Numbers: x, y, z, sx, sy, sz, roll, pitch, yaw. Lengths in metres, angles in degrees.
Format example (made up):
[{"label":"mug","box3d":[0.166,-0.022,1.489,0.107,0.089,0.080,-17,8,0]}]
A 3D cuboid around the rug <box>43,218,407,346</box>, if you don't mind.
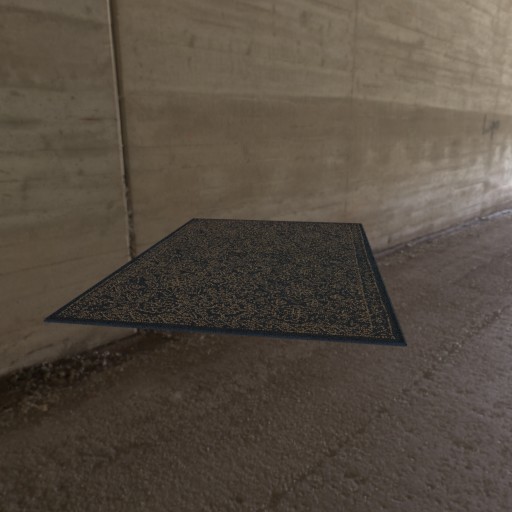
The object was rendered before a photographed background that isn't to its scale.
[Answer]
[{"label":"rug","box3d":[0.000,0.000,2.313,1.219,0.010,1.829,2,16,8]}]
